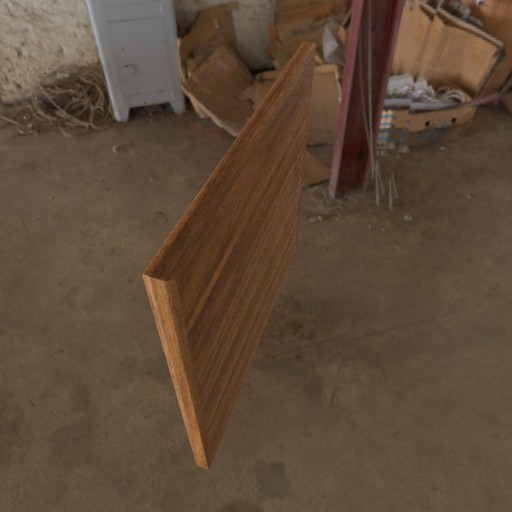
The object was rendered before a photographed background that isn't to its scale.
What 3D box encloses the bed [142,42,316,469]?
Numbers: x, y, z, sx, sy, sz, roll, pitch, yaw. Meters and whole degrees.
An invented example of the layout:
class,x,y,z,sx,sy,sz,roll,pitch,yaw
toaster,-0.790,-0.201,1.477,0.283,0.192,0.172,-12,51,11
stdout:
class,x,y,z,sx,sy,sz,roll,pitch,yaw
bed,0.000,0.000,1.417,0.043,0.940,1.041,14,48,13
